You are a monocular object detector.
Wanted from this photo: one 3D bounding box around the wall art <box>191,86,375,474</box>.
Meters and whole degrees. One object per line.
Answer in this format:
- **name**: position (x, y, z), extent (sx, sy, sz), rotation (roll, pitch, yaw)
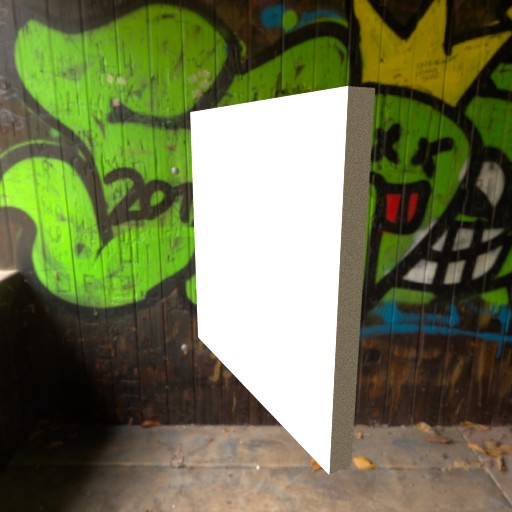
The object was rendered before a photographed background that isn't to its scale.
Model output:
- **wall art**: position (0.000, 0.000, 0.544), extent (0.027, 0.355, 0.355), rotation (-8, 16, -27)
